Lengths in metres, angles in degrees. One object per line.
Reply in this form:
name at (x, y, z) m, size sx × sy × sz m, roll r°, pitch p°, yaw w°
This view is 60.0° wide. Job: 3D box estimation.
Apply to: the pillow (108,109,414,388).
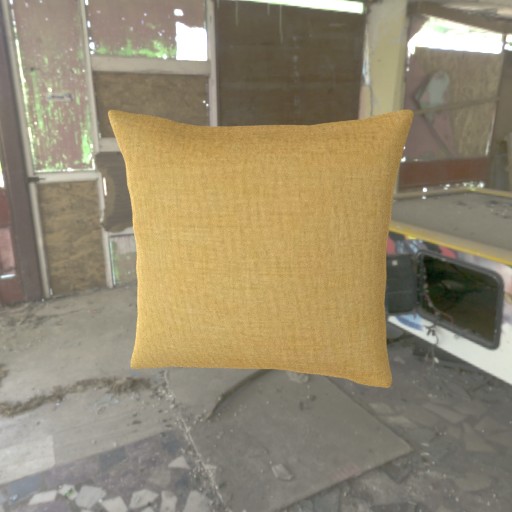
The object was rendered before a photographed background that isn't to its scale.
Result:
pillow at (0.000, 0.000, 0.649) m, size 0.419 × 0.407 × 0.173 m, roll 2°, pitch 17°, yaw 8°
